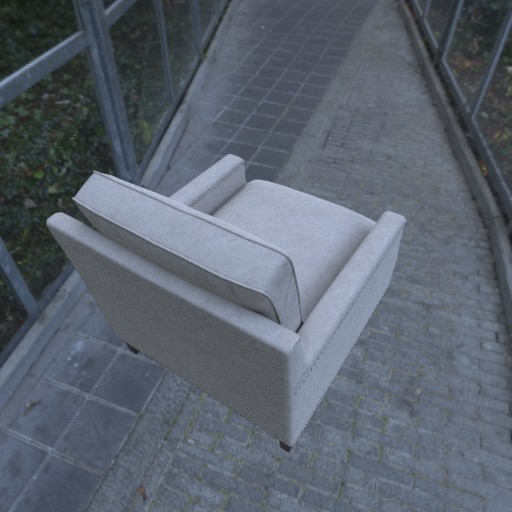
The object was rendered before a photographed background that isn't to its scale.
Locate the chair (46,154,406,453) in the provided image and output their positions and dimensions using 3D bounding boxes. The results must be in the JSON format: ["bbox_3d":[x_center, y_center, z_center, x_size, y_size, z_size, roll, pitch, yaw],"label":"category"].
[{"bbox_3d":[0.000,0.000,1.679,0.853,0.943,1.014,25,49,23],"label":"chair"}]
